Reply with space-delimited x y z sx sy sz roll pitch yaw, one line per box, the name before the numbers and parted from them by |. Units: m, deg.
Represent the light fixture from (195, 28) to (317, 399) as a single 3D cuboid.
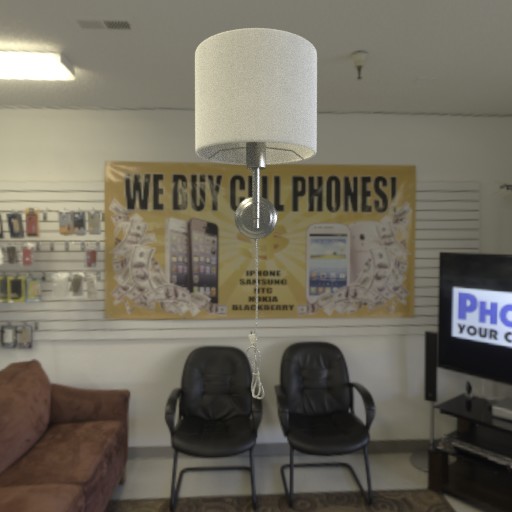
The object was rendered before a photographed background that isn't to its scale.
light fixture | 0.000 0.000 1.054 0.253 0.842 0.479 0 2 0
